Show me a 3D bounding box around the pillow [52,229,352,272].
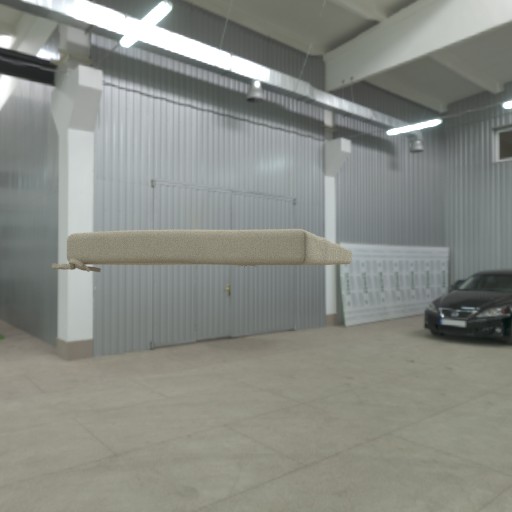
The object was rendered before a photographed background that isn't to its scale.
[{"bbox_3d":[0.000,0.000,1.312,0.492,0.081,1.187,0,-1,16],"label":"pillow"}]
